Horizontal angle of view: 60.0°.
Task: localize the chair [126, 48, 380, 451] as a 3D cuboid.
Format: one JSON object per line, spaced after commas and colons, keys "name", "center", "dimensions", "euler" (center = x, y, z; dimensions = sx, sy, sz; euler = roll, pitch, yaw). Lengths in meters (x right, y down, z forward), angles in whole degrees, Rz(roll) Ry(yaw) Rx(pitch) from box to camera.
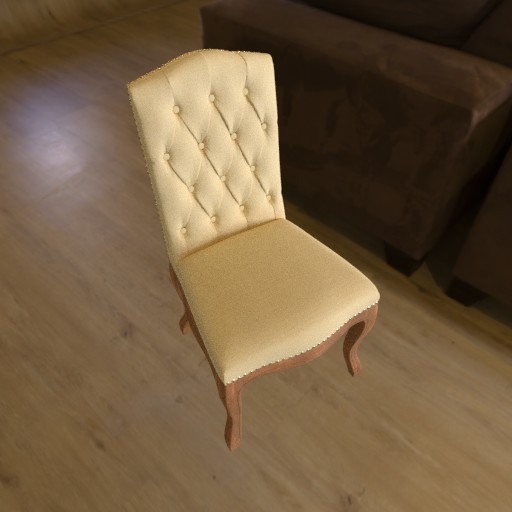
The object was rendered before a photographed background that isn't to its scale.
{"name": "chair", "center": [0.000, 0.000, 1.528], "dimensions": [0.623, 1.165, 0.715], "euler": [-23, 50, -22]}
